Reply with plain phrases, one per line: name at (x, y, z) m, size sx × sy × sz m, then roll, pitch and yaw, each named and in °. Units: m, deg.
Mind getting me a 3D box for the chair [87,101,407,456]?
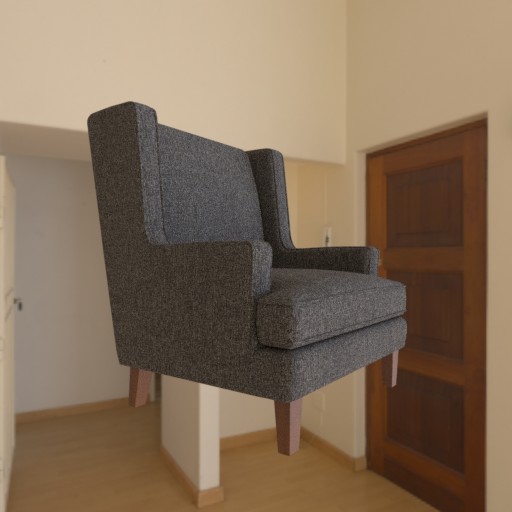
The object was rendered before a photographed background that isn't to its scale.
chair at (0.000, 0.000, 1.779) m, size 0.927 × 1.082 × 0.942 m, roll 0°, pitch 0°, yaw 37°
